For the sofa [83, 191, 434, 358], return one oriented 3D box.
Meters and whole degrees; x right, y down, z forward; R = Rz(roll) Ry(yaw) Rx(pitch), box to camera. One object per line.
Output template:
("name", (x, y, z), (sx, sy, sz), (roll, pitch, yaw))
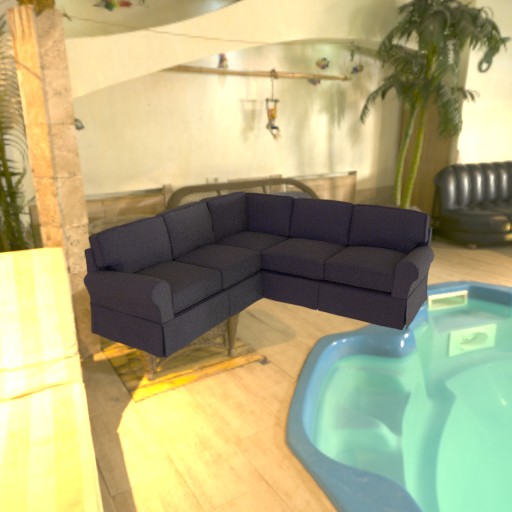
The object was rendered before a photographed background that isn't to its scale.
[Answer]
("sofa", (0.000, 0.000, 5.130), (3.773, 1.169, 2.874), (-8, 19, -26))
